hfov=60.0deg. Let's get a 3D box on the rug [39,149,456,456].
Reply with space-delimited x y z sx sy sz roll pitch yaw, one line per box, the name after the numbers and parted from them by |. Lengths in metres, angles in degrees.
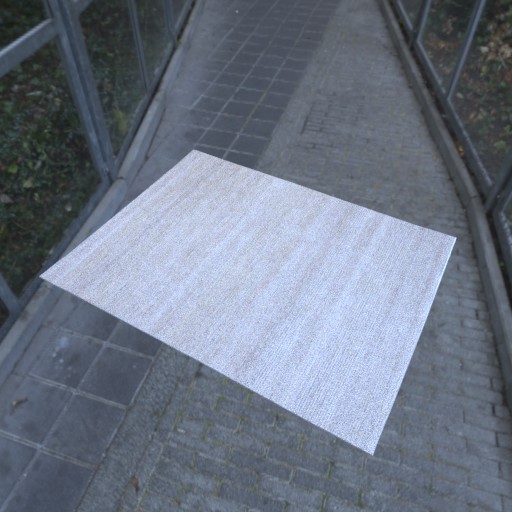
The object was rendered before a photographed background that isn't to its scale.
0.000 0.000 4.274 3.245 0.046 2.467 23 50 21 | rug
